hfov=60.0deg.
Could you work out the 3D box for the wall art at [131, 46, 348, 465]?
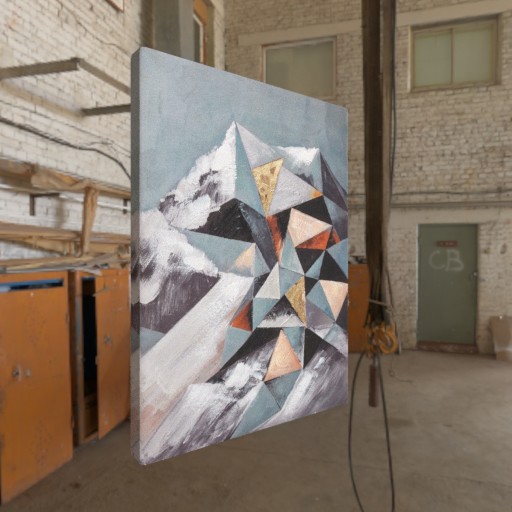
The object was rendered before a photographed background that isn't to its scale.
[{"bbox_3d":[0.000,0.000,0.798,0.455,0.613,0.037,0,0,-38],"label":"wall art"}]
